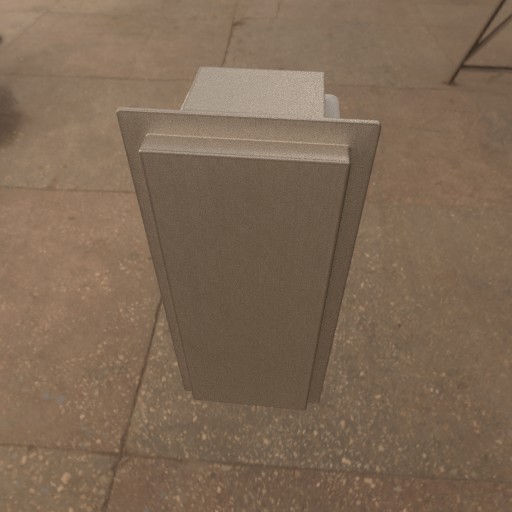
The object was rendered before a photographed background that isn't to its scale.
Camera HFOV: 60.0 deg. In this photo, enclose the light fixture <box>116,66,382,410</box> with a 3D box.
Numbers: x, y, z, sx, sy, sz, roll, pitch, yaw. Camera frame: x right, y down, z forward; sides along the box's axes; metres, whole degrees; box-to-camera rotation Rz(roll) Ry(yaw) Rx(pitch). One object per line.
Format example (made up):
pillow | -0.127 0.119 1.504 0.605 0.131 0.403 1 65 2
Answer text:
light fixture | 0.000 0.000 0.457 0.168 0.380 0.160 4 46 4
